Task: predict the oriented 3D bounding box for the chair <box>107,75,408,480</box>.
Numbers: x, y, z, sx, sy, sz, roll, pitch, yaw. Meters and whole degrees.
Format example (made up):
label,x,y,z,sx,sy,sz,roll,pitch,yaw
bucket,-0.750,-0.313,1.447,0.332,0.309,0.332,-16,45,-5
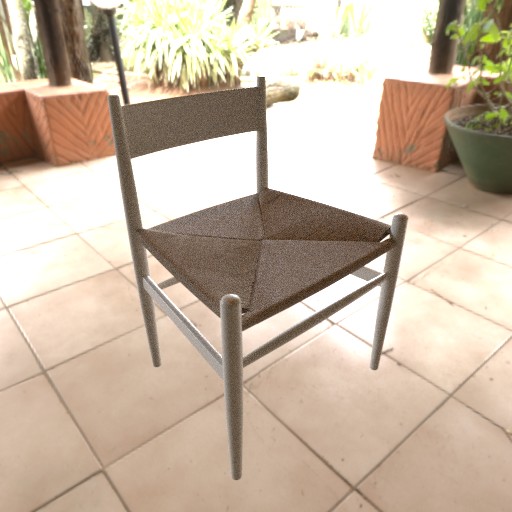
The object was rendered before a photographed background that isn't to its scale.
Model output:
label,x,y,z,sx,sy,sz,roll,pitch,yaw
chair,0.000,0.000,1.113,0.556,0.762,0.495,-24,37,-35
